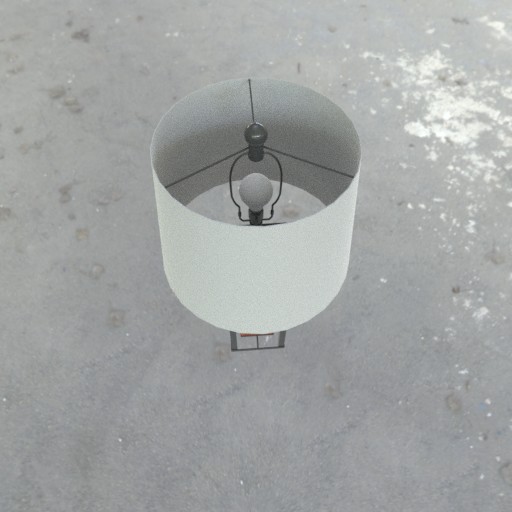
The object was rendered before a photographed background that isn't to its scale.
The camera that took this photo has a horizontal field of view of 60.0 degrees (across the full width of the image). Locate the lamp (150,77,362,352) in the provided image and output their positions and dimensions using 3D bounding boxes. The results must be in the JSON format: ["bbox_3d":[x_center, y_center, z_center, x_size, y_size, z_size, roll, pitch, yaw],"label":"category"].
[{"bbox_3d":[0.000,0.000,0.788,0.320,0.591,0.320,0,57,0],"label":"lamp"}]
